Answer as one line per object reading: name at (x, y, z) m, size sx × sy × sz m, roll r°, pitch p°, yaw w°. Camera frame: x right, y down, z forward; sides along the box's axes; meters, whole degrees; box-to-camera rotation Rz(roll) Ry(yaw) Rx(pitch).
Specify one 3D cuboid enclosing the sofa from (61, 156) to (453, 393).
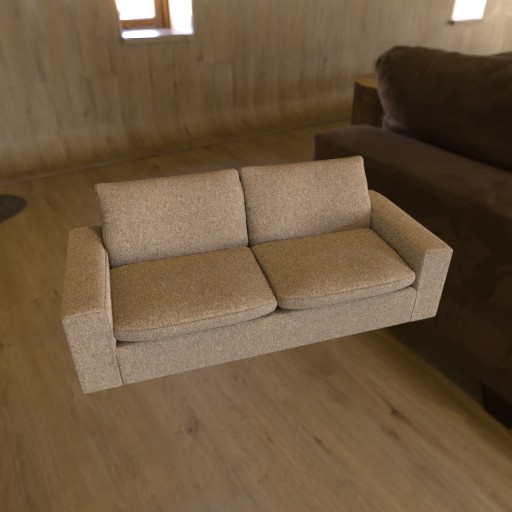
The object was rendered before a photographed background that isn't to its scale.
sofa at (0.000, 0.000, 2.886) m, size 2.299 × 0.922 × 1.040 m, roll -9°, pitch 33°, yaw -15°
